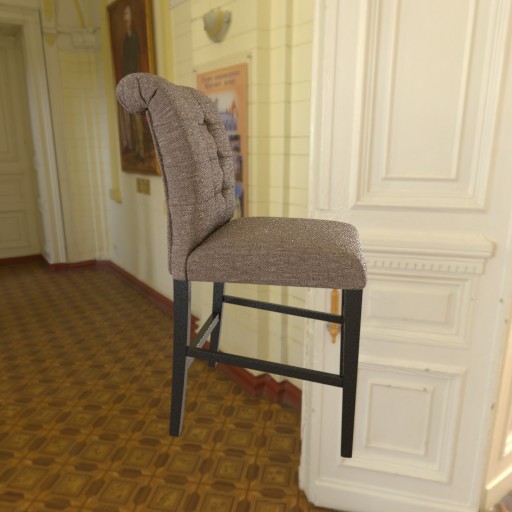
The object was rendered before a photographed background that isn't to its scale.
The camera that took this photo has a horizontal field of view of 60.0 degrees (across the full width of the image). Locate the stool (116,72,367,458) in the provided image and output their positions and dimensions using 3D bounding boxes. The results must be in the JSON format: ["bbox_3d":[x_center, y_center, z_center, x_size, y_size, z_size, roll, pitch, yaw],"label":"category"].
[{"bbox_3d":[0.000,0.000,1.304,0.611,0.970,0.457,3,15,10],"label":"stool"}]
